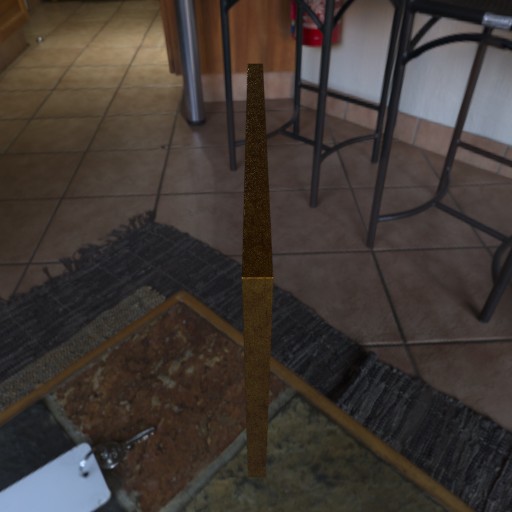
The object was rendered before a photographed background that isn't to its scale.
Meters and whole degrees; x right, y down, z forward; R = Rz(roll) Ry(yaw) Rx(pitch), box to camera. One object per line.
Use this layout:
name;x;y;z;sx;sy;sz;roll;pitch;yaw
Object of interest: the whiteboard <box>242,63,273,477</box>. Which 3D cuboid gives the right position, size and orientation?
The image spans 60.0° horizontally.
whiteboard;0.000;0.000;0.771;0.029;0.457;0.561;0;42;0
